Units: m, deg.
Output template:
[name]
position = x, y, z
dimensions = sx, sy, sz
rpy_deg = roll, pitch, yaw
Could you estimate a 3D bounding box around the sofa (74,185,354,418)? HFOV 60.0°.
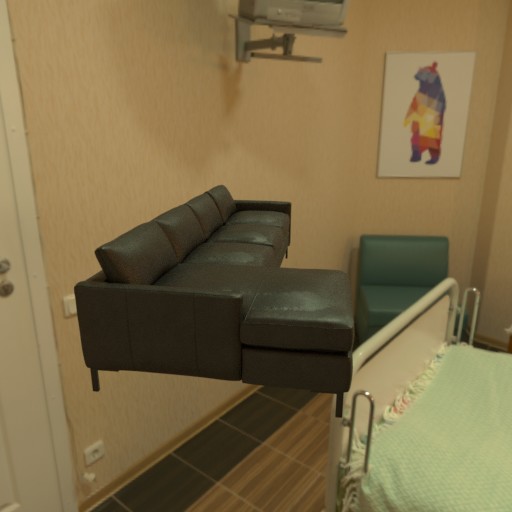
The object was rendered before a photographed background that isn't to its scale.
[sofa]
position = 0.000, 0.000, 3.679
dimensions = 1.471, 0.859, 2.993
rpy_deg = 3, 16, 9
